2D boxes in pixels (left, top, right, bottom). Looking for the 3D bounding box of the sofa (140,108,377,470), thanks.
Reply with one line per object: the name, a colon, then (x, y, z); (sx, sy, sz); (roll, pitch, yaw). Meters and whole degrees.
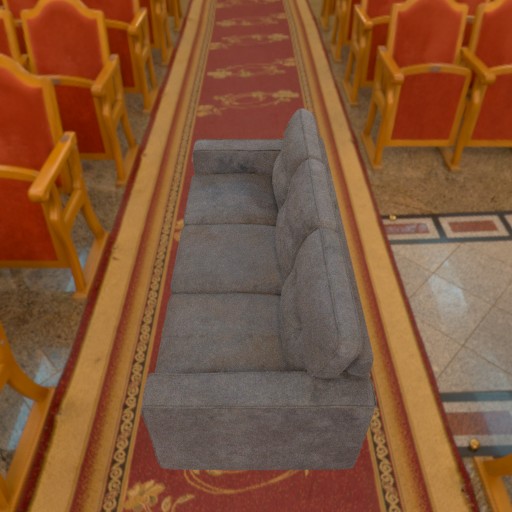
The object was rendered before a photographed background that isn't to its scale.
sofa: (0.000, 0.000, 2.581); (0.939, 0.965, 2.133); (0, 43, 0)
